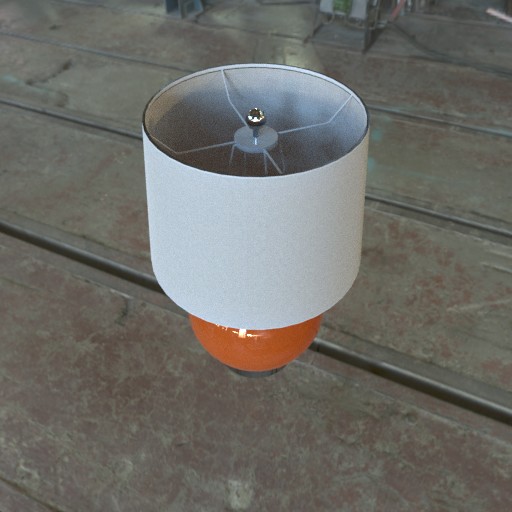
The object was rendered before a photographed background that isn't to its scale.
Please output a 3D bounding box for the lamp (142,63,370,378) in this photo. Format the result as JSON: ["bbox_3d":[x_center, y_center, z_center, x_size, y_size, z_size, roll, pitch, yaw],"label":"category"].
[{"bbox_3d":[0.000,0.000,0.544,0.247,0.387,0.247,0,46,0],"label":"lamp"}]
